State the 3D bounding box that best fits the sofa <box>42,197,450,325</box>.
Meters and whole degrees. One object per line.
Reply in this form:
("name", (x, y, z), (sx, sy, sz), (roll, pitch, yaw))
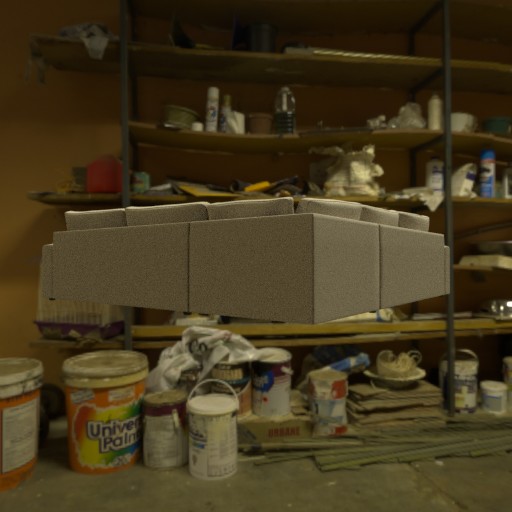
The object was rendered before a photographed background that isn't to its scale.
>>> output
("sofa", (0.000, 0.000, 4.797), (3.206, 0.918, 3.066), (0, -1, 38))
